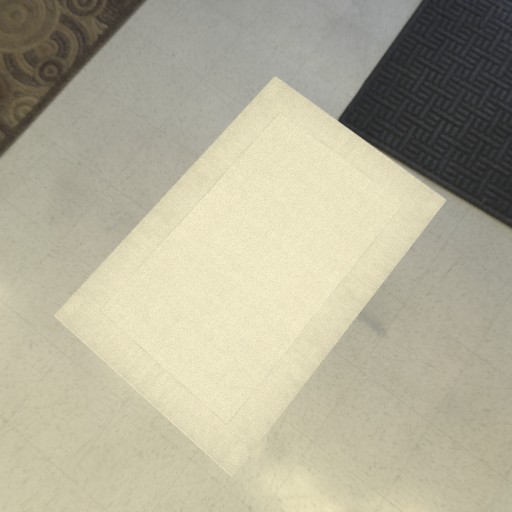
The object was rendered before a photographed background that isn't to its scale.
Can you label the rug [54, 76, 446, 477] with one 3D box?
[{"bbox_3d":[0.000,0.000,2.375,1.219,0.013,1.829,39,80,8],"label":"rug"}]
